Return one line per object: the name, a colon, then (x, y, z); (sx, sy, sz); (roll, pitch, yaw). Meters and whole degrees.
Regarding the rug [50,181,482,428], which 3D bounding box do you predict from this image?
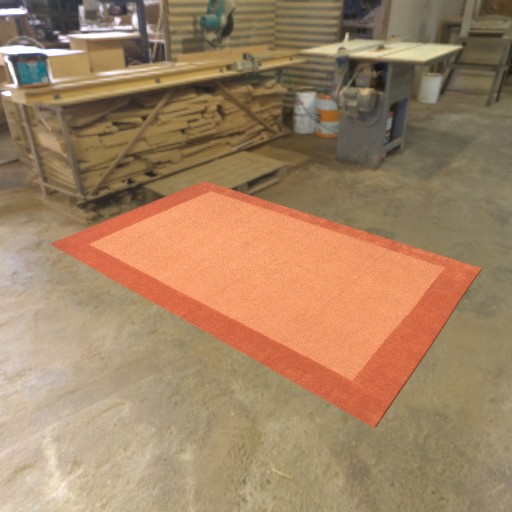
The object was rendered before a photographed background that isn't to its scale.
rug: (0.000, 0.000, 2.939); (2.438, 0.014, 1.524); (22, 37, 32)
